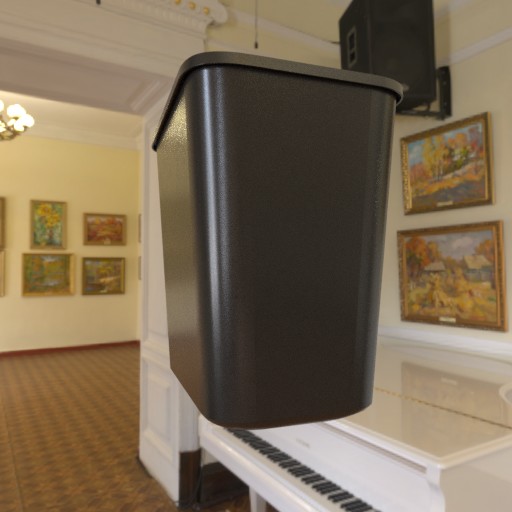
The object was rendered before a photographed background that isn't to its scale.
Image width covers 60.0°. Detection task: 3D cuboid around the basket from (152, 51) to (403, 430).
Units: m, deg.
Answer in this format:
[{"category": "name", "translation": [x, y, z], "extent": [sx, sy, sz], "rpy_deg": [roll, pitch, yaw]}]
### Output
[{"category": "basket", "translation": [0.000, 0.000, 0.501], "extent": [0.211, 0.307, 0.300], "rpy_deg": [1, -2, -19]}]
